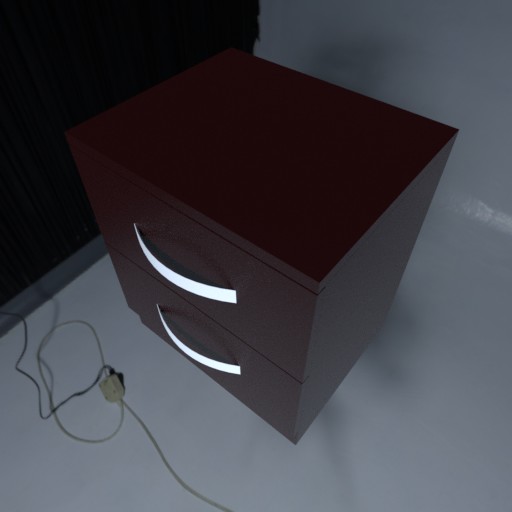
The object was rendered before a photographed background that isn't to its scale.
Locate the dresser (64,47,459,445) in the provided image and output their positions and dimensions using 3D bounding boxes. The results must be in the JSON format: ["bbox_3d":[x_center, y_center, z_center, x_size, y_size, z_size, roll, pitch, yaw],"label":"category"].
[{"bbox_3d":[0.000,0.000,0.751,0.400,0.470,0.360,31,55,25],"label":"dresser"}]
